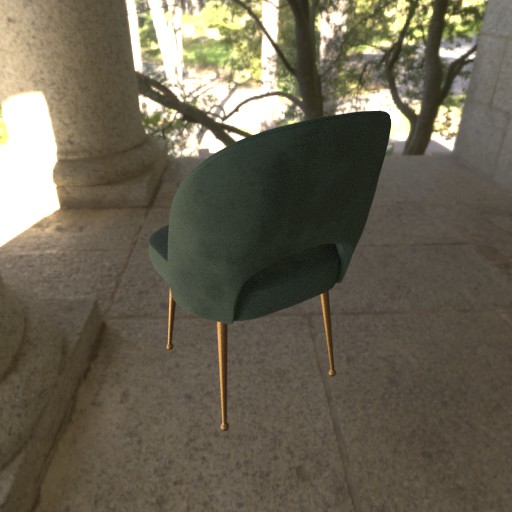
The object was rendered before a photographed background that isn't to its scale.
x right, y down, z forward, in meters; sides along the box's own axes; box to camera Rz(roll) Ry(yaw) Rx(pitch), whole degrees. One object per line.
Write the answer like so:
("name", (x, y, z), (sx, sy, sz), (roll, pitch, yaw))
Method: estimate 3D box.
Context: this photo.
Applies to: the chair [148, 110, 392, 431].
("chair", (0.000, 0.000, 1.222), (0.527, 0.860, 0.577), (-17, 34, -28))
